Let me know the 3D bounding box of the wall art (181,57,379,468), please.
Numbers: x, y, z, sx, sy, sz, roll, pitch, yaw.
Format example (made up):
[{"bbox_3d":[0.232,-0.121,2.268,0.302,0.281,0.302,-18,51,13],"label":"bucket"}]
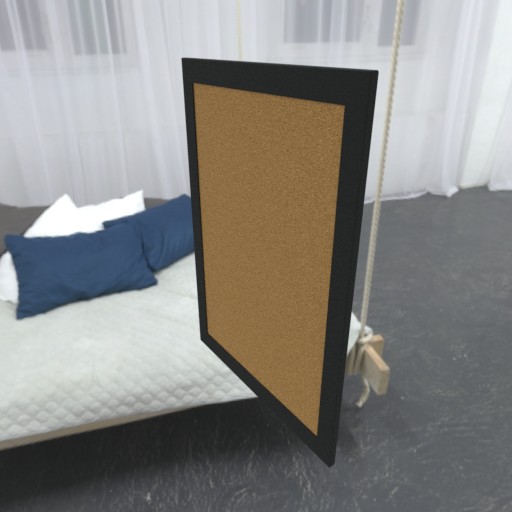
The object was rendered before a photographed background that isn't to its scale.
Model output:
[{"bbox_3d":[0.000,0.000,0.660,0.012,0.529,0.374,-18,31,-32],"label":"wall art"}]
